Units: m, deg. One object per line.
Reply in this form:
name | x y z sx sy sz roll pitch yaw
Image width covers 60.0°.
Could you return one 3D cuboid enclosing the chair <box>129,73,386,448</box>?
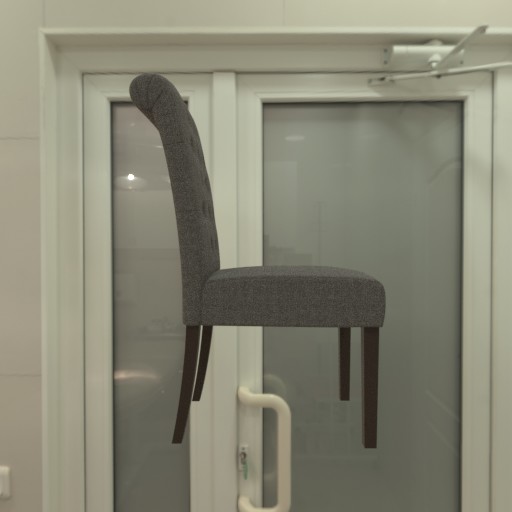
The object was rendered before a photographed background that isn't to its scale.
chair | 0.000 0.000 1.363 0.671 1.006 0.456 0 1 1
